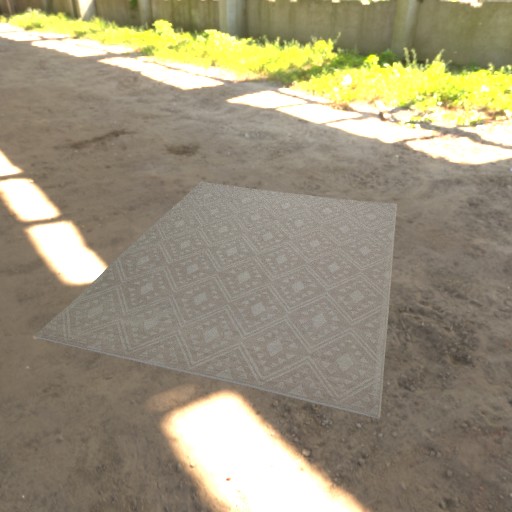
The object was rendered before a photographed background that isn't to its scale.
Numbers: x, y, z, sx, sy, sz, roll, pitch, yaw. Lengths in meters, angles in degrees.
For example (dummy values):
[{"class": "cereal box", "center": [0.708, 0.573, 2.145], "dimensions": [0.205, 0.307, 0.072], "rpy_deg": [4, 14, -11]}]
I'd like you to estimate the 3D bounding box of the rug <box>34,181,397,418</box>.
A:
[{"class": "rug", "center": [0.000, 0.000, 4.064], "dimensions": [2.399, 0.054, 3.011], "rpy_deg": [9, 33, 14]}]
